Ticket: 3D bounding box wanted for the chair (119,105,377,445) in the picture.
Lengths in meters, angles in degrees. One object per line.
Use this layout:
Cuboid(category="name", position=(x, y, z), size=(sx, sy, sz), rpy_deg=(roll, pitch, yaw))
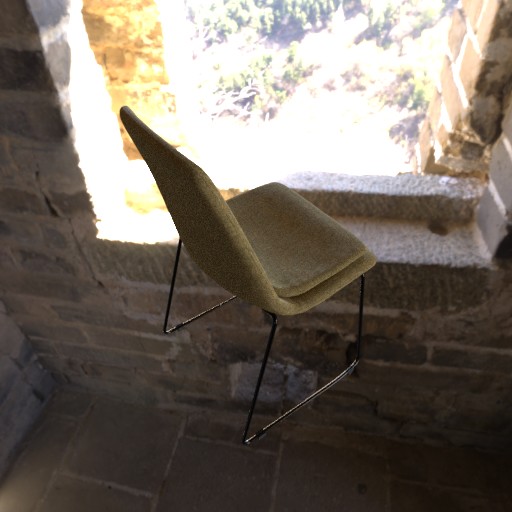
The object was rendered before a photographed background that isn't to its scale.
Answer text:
Cuboid(category="chair", position=(0.000, 0.000, 1.152), size=(0.496, 0.849, 0.479), rpy_deg=(-26, 48, -26))
